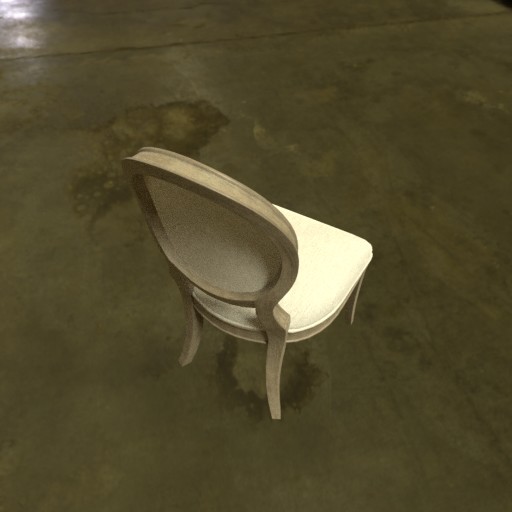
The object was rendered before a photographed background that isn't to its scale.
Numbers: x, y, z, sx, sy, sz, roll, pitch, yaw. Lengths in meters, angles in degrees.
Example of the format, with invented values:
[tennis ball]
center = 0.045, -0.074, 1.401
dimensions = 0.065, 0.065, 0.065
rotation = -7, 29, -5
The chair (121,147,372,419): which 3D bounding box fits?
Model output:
[chair]
center = 0.000, 0.000, 1.306
dimensions = 0.558, 0.990, 0.602
rotation = 23, 51, 21
